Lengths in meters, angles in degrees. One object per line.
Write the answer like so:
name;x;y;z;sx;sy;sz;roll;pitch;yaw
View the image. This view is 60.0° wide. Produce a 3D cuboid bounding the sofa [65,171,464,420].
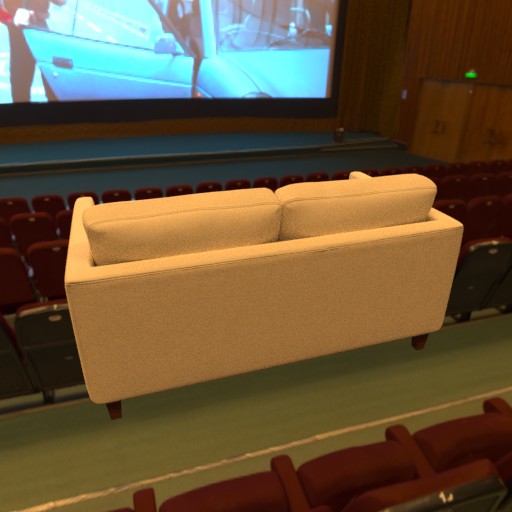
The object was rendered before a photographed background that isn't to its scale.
sofa;0.000;0.000;2.252;1.702;0.888;0.964;-8;27;-16
